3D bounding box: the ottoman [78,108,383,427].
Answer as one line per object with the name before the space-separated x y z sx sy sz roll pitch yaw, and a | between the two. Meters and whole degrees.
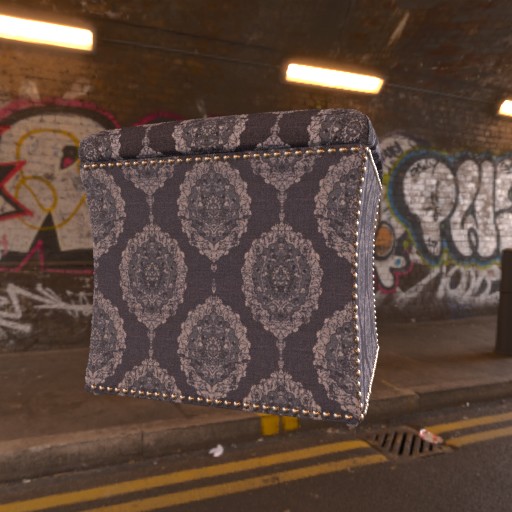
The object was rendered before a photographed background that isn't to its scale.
ottoman | 0.000 0.000 0.907 0.497 0.475 0.507 0 2 18
